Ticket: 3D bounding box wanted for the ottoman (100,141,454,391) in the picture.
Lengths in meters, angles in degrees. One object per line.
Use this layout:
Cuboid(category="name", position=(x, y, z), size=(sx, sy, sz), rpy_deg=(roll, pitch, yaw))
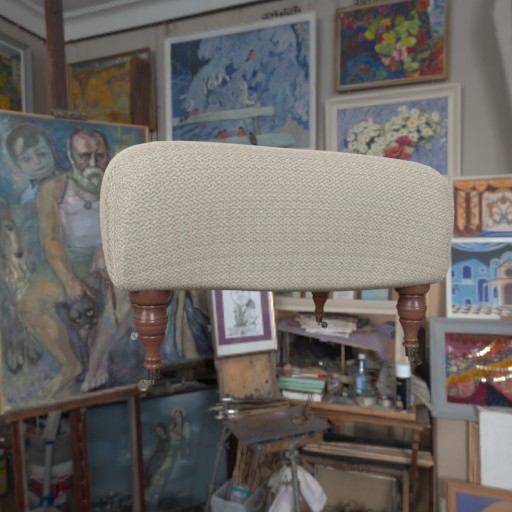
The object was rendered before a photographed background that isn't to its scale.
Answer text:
Cuboid(category="ottoman", position=(0.000, 0.000, 1.048), size=(0.684, 0.447, 0.622), rpy_deg=(0, 1, -17))
